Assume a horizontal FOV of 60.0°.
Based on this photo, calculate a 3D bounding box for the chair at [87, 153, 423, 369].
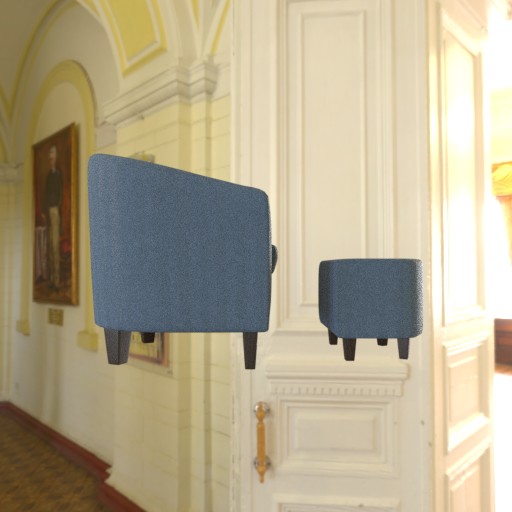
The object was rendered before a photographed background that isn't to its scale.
[{"bbox_3d":[0.000,0.000,1.762,1.288,0.757,0.756,0,-1,0],"label":"chair"}]
